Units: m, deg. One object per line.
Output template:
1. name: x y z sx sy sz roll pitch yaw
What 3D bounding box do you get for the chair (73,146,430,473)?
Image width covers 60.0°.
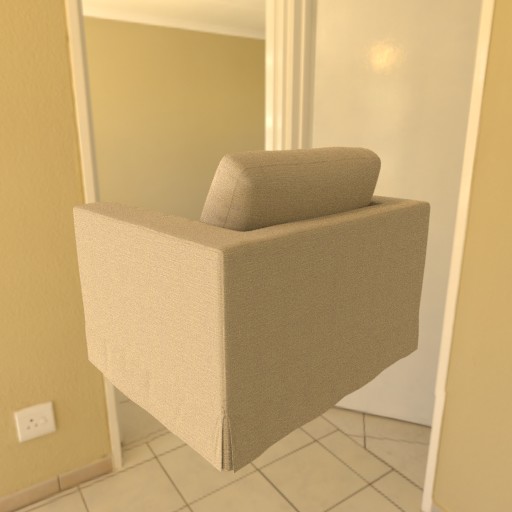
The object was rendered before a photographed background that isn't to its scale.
1. chair: 0.000 0.000 1.827 1.150 0.878 0.957 -15 21 -42
